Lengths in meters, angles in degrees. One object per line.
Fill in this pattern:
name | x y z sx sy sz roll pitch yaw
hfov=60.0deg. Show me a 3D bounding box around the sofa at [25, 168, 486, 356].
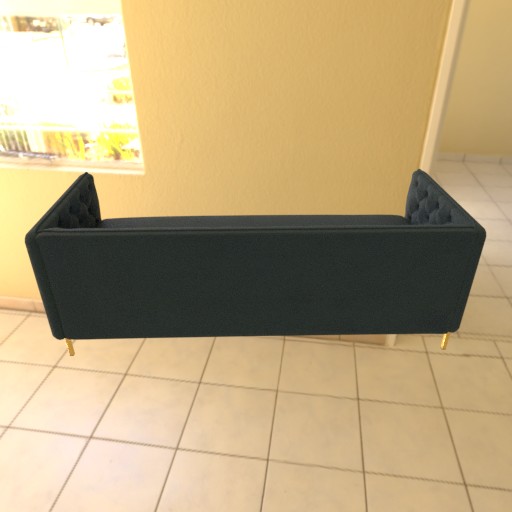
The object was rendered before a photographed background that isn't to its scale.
sofa | 0.000 0.000 2.613 2.209 0.771 0.895 -1 30 -1
